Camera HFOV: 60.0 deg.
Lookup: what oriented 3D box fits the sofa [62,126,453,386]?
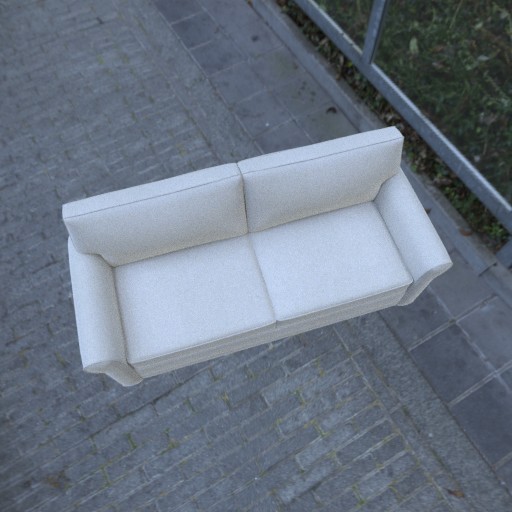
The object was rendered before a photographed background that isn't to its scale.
[{"bbox_3d":[0.000,0.000,2.723,2.146,0.962,0.901,-15,64,-7],"label":"sofa"}]
